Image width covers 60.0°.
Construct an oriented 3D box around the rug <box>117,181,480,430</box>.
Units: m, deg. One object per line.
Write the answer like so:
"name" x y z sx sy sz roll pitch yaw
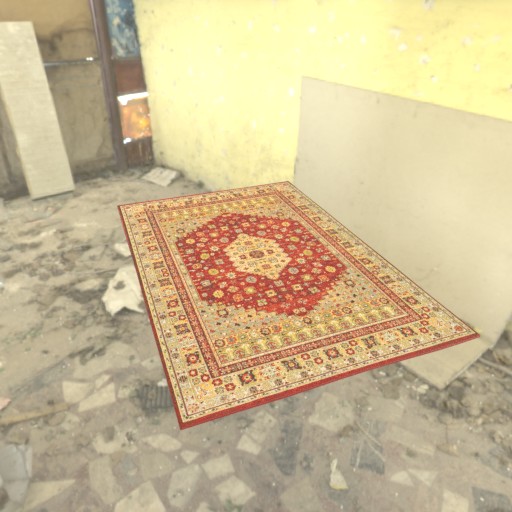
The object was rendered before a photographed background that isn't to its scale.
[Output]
"rug" 0.000 0.000 2.271 1.194 0.013 1.802 -11 32 -18
